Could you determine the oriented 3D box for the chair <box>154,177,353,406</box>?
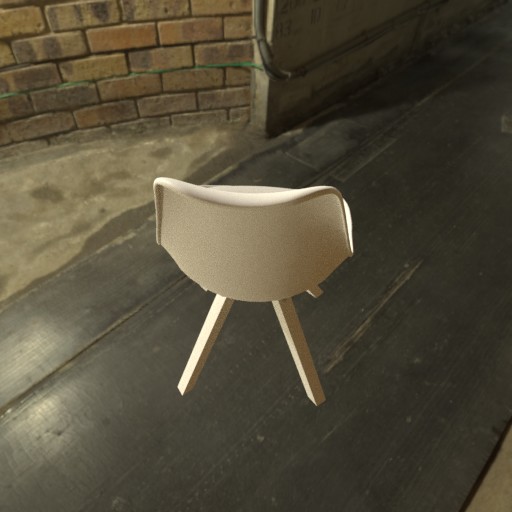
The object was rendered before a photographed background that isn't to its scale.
[{"bbox_3d":[0.000,0.000,1.158,0.485,0.850,0.550,4,48,3],"label":"chair"}]
